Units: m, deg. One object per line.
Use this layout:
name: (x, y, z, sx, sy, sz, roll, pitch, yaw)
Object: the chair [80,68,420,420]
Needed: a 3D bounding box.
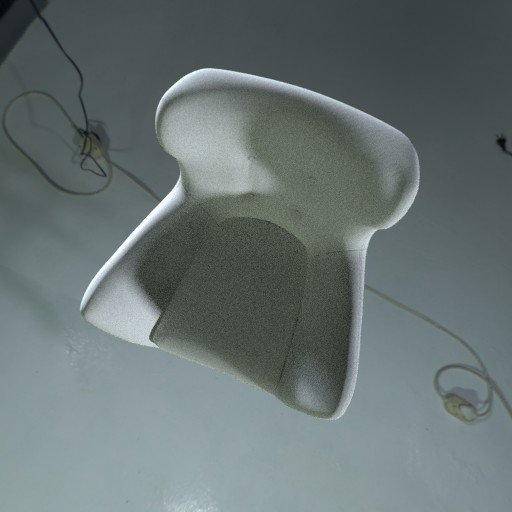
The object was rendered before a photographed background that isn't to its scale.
chair: (0.000, 0.000, 1.607, 0.890, 0.889, 0.889, 21, 75, 6)
